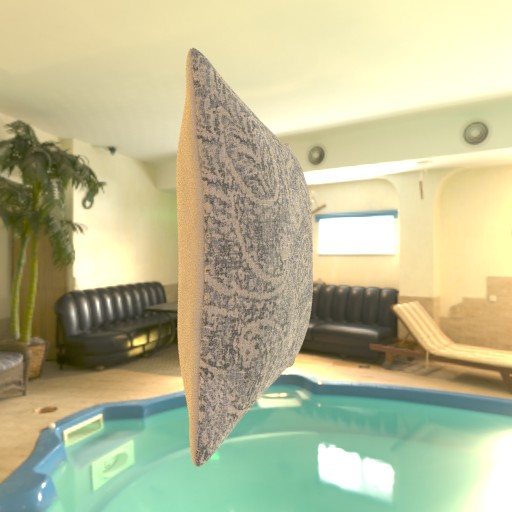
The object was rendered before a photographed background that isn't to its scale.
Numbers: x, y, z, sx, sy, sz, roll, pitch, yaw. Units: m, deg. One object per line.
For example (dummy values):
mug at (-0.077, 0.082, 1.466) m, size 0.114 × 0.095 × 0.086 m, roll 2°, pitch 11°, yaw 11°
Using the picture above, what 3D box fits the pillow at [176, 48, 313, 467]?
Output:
pillow at (0.000, 0.000, 0.776) m, size 0.166 × 0.510 × 0.523 m, roll 0°, pitch 1°, yaw 17°
